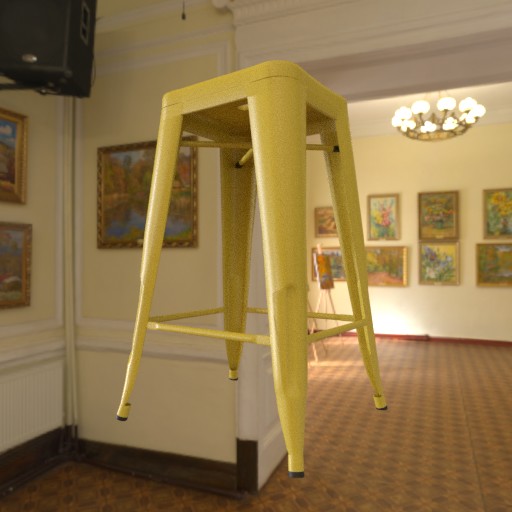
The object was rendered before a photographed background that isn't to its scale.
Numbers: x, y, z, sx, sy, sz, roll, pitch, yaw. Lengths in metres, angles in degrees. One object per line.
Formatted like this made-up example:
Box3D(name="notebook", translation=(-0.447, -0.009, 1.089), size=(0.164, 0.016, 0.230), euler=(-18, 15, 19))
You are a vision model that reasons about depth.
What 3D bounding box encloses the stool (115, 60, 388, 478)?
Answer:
Box3D(name="stool", translation=(0.000, 0.000, 0.854), size=(0.399, 0.609, 0.359), euler=(0, 0, 35))
